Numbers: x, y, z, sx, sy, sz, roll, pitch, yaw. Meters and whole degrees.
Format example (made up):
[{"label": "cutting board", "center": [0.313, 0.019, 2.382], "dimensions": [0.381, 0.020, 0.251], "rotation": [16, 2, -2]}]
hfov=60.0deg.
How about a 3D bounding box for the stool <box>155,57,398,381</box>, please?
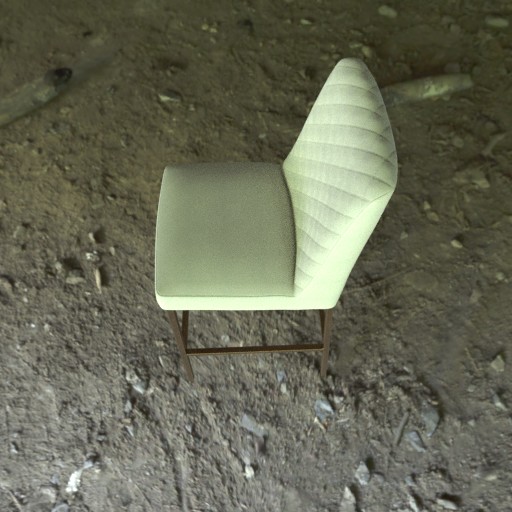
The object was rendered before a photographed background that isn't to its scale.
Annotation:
[{"label": "stool", "center": [0.000, 0.000, 1.357], "dimensions": [0.546, 1.084, 0.462], "rotation": [-2, 58, -1]}]
